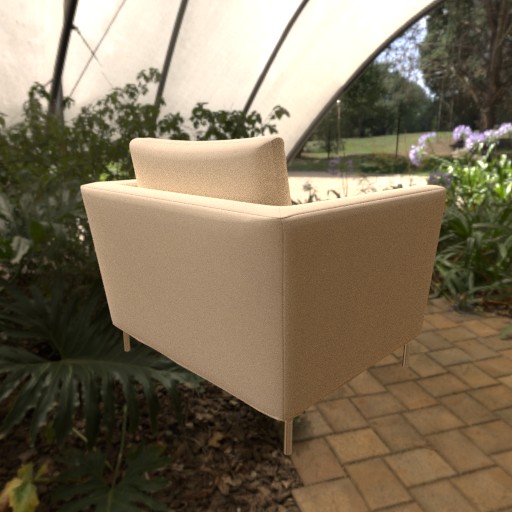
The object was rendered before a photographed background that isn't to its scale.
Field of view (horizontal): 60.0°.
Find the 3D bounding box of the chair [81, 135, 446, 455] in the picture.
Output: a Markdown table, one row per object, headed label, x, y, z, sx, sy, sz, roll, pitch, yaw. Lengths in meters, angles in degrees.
| label | x | y | z | sx | sy | sz | roll | pitch | yaw |
| --- | --- | --- | --- | --- | --- | --- | --- | --- | --- |
| chair | 0.000 | 0.000 | 1.664 | 0.889 | 0.865 | 1.041 | -14 | 20 | -43 |
